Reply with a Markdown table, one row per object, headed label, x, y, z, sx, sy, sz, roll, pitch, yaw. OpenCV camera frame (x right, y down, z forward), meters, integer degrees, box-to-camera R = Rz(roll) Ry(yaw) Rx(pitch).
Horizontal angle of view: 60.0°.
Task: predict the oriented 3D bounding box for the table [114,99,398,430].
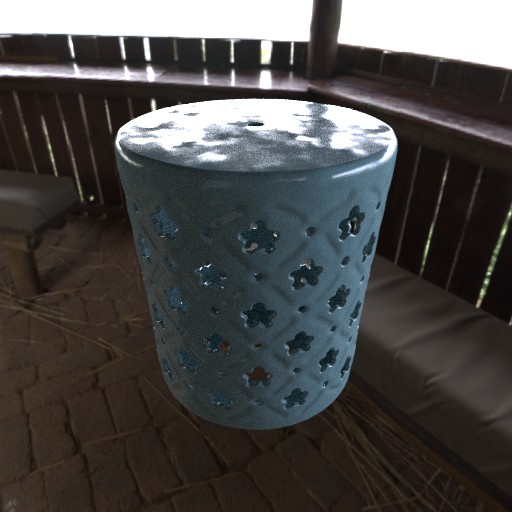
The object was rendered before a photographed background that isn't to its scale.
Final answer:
| label | x | y | z | sx | sy | sz | roll | pitch | yaw |
| --- | --- | --- | --- | --- | --- | --- | --- | --- | --- |
| table | 0.000 | 0.000 | 0.658 | 0.352 | 0.387 | 0.352 | 0 | 31 | 0 |
